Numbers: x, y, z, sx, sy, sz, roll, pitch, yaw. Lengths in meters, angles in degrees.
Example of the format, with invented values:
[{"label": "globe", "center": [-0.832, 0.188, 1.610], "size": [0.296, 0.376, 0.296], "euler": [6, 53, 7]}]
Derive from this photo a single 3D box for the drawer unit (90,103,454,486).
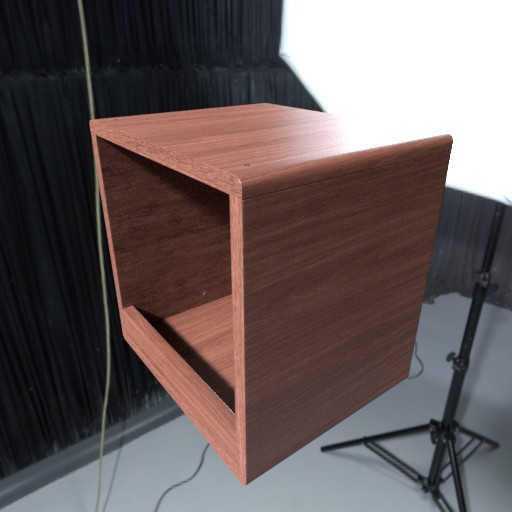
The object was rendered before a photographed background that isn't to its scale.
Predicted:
[{"label": "drawer unit", "center": [0.000, 0.000, 0.615], "size": [0.290, 0.351, 0.349], "euler": [-18, 31, -33]}]
